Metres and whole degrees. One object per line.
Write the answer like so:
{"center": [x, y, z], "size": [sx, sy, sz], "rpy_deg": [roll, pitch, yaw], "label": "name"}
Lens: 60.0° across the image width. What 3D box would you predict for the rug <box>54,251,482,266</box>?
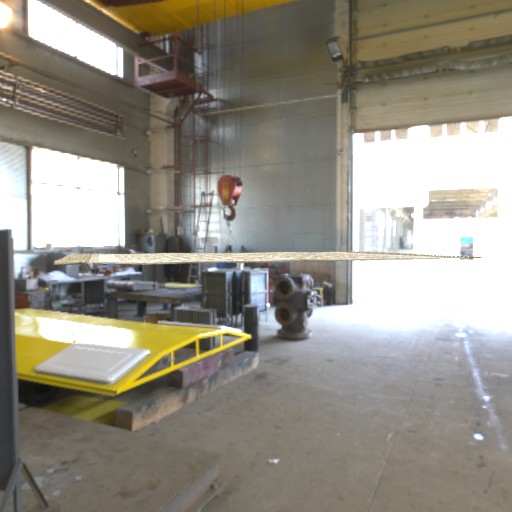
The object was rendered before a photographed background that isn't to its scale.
{"center": [0.000, 0.000, 3.045], "size": [2.431, 0.025, 1.530], "rpy_deg": [-1, 2, -19], "label": "rug"}
